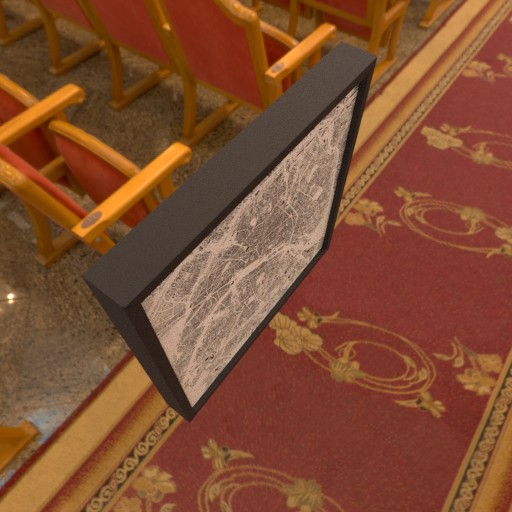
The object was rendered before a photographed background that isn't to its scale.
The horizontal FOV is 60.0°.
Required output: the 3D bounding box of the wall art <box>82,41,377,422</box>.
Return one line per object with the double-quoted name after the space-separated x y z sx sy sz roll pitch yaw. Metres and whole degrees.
0.000 0.000 0.456 0.037 0.305 0.305 32 63 19 "wall art"
